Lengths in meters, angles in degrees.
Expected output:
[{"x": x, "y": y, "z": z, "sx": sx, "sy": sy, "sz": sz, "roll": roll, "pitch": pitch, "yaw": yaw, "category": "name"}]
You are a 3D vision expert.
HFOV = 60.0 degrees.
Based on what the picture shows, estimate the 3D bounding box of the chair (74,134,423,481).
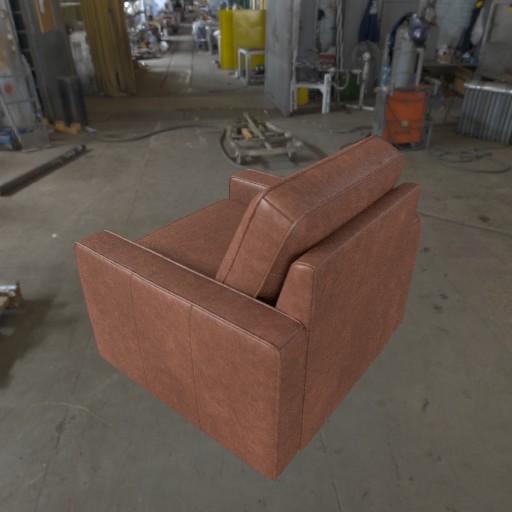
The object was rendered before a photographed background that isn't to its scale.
[{"x": 0.000, "y": 0.000, "z": 1.733, "sx": 0.940, "sy": 0.919, "sz": 1.017, "roll": 22, "pitch": 37, "yaw": 32, "category": "chair"}]
